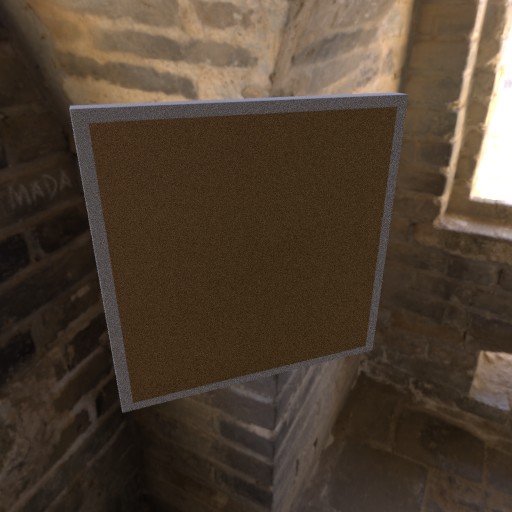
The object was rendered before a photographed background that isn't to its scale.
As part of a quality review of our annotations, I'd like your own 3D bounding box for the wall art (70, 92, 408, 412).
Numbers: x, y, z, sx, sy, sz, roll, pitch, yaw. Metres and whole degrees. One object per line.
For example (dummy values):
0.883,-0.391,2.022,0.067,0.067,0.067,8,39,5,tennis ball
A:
0.000,0.000,0.757,0.508,0.507,0.035,-9,27,-18,wall art
